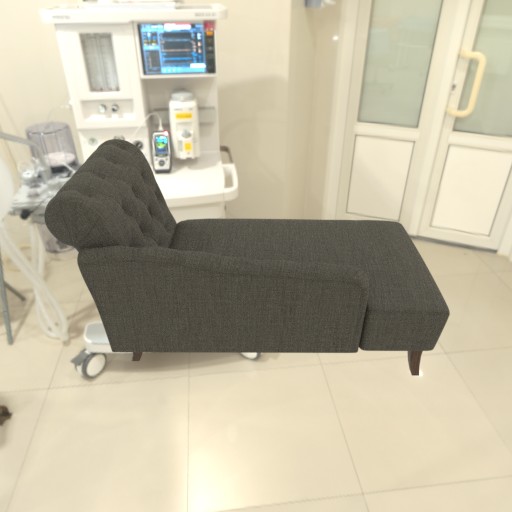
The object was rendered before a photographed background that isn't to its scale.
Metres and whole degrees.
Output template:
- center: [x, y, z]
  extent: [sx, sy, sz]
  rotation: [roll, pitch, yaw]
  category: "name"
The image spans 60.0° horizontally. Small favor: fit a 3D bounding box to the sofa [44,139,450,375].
- center: [0.000, 0.000, 1.819]
  extent: [1.379, 0.787, 0.675]
  rotation: [0, 33, 0]
  category: "sofa"
